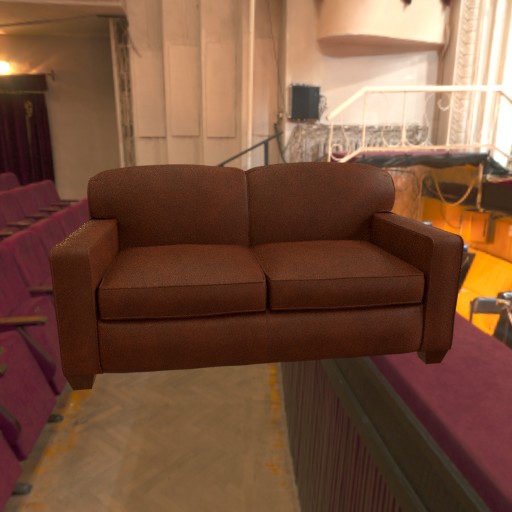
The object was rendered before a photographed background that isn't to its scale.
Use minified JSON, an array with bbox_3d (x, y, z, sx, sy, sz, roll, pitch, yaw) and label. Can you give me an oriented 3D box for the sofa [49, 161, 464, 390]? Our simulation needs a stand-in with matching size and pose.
[{"bbox_3d":[0.000,0.000,2.398,1.856,0.966,1.000,-2,14,-8],"label":"sofa"}]
